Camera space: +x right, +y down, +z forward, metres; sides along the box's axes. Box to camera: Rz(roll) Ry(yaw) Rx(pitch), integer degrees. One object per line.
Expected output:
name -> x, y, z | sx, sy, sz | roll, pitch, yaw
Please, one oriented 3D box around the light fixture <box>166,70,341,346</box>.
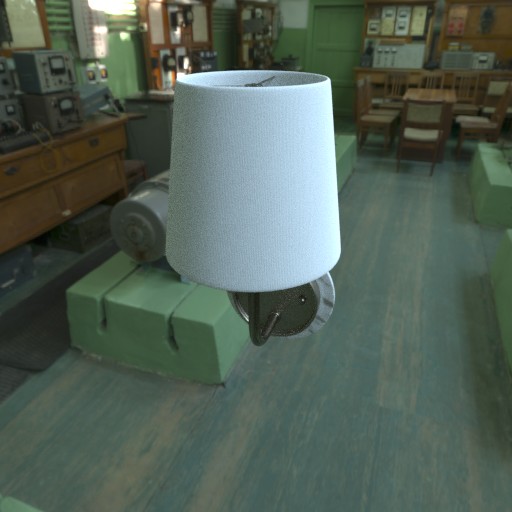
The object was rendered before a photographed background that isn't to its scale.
light fixture -> 0.000, 0.000, 0.448 | 0.168, 0.337, 0.188 | 9, 29, 16
